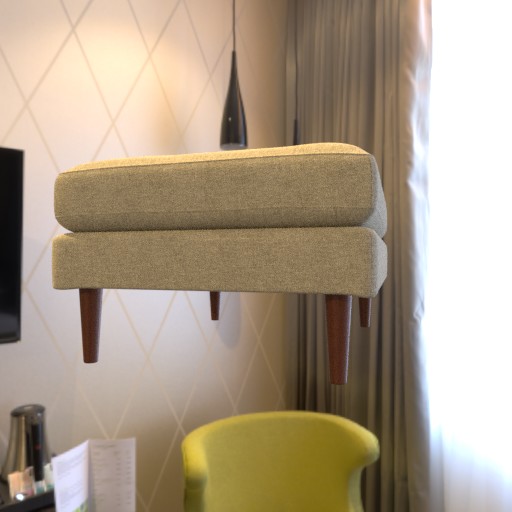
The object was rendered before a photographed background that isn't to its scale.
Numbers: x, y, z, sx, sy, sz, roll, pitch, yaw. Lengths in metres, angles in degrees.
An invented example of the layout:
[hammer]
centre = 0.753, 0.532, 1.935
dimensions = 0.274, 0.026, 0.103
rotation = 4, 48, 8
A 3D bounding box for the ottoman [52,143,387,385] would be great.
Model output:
[ottoman]
centre = 0.000, 0.000, 1.245
dimensions = 0.693, 0.474, 0.821
rotation = 0, 0, 18
